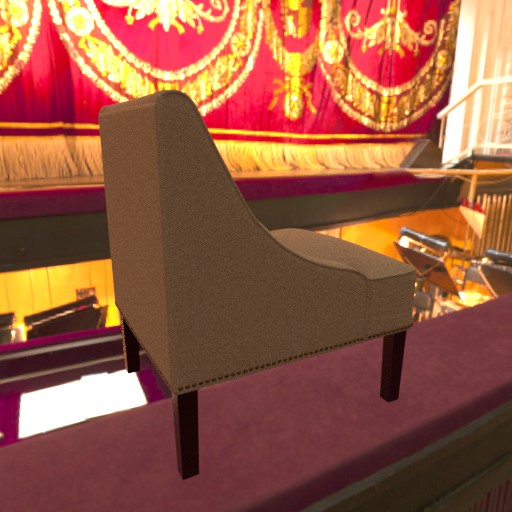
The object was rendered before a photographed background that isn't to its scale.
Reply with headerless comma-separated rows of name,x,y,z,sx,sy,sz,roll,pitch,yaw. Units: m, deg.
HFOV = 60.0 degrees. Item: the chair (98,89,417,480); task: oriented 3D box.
chair,0.000,0.000,1.341,0.748,0.872,0.628,-8,17,-28
